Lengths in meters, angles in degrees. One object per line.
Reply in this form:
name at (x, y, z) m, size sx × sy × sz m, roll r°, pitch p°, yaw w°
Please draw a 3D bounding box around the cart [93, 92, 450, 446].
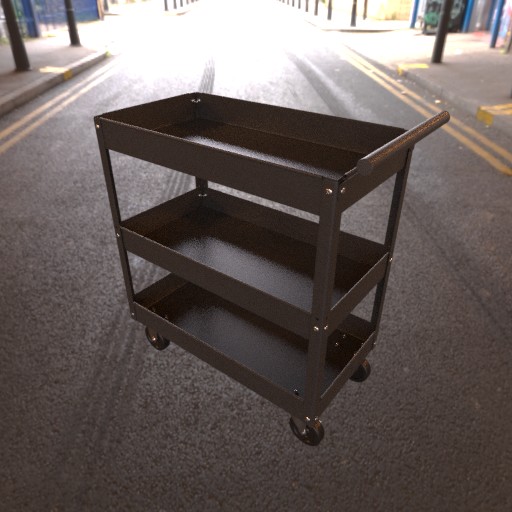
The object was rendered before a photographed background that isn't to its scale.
cart at (0.000, 0.000, 1.166) m, size 0.719 × 0.780 × 0.366 m, roll 22°, pitch 38°, yaw 31°
